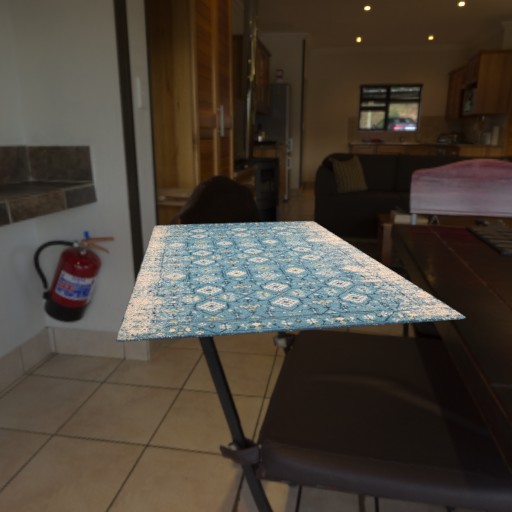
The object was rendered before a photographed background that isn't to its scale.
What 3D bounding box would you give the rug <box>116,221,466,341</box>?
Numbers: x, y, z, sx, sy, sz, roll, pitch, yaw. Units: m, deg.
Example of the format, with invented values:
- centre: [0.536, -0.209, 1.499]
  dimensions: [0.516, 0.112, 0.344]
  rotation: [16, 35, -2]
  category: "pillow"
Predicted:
- centre: [0.000, 0.000, 2.205]
  dimensions: [1.102, 0.008, 1.795]
  rotation: [-2, 15, -9]
  category: "rug"
